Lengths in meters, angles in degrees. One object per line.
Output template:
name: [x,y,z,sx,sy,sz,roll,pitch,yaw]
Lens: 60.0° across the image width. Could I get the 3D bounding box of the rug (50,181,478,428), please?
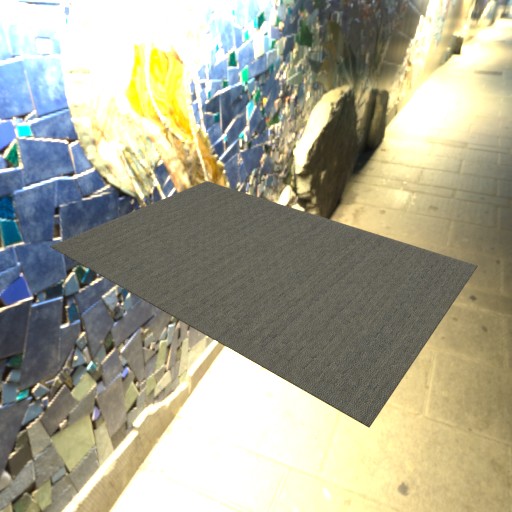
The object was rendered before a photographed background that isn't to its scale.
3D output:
rug: [0.000,0.000,2.163,1.752,0.006,1.142,22,37,32]
